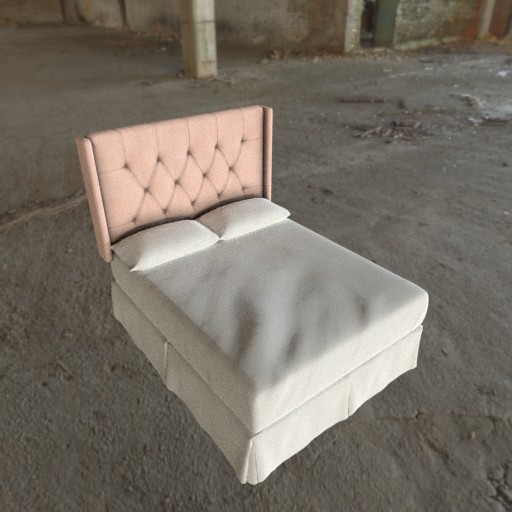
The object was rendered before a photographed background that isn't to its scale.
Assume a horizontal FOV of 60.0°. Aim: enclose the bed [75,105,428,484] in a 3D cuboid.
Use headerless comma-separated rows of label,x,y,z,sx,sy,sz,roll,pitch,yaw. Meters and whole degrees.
bed,0.000,0.000,3.311,1.719,1.665,2.066,-22,37,-32
